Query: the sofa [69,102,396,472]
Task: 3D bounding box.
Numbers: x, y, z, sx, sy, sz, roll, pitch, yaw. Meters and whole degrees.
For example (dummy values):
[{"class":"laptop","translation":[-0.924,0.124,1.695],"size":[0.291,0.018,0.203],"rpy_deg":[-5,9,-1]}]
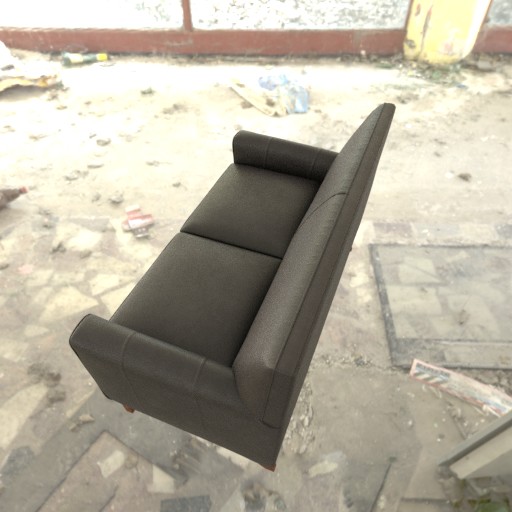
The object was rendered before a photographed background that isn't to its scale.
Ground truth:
[{"class":"sofa","translation":[0.000,0.000,1.928],"size":[0.787,0.871,1.473],"rpy_deg":[16,47,15]}]
